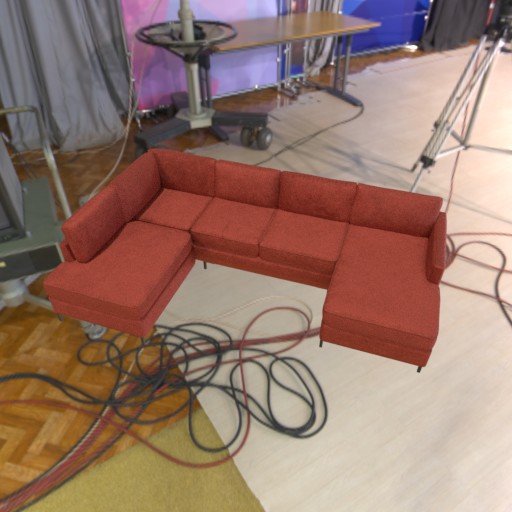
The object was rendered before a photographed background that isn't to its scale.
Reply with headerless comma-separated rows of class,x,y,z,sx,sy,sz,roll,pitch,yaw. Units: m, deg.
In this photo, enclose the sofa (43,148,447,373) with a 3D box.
sofa,0.000,0.000,4.327,3.434,0.992,2.055,13,42,14
